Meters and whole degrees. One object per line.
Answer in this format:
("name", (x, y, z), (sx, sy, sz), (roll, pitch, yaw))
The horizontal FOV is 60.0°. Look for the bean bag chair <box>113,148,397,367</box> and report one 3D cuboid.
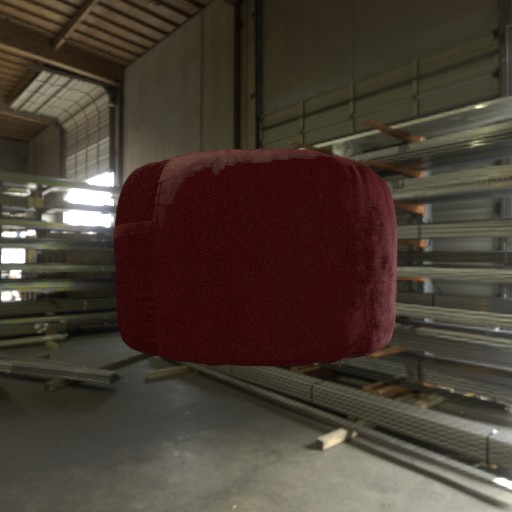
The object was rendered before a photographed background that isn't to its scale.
("bean bag chair", (0.000, 0.000, 1.998), (1.219, 0.762, 1.219), (0, -1, 0))
